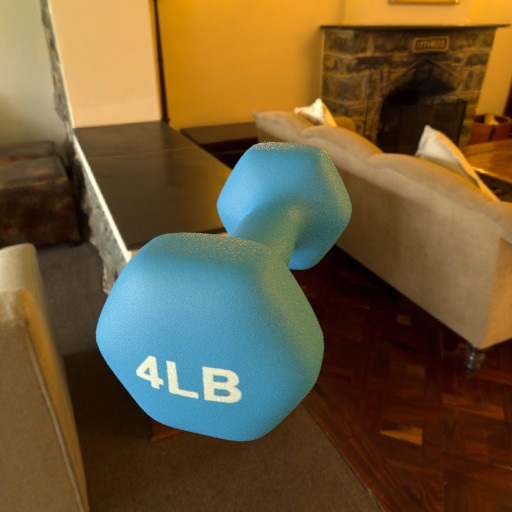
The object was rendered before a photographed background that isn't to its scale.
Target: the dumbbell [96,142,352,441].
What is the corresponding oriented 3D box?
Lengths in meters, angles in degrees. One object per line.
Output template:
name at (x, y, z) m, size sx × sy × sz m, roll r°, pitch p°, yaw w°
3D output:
dumbbell at (0.000, 0.000, 0.191) m, size 0.074 × 0.066 × 0.152 m, roll 8°, pitch 29°, yaw 14°
